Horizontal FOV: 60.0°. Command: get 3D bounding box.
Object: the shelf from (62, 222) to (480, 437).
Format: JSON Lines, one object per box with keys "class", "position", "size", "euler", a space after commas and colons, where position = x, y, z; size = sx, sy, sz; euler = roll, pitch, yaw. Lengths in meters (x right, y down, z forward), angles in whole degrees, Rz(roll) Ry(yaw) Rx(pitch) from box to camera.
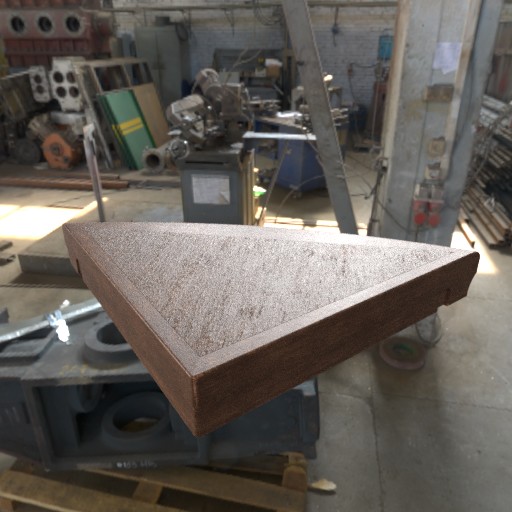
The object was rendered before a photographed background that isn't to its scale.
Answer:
{"class": "shelf", "position": [0.000, 0.000, 0.463], "size": [0.310, 0.050, 0.310], "euler": [-17, 30, -31]}
